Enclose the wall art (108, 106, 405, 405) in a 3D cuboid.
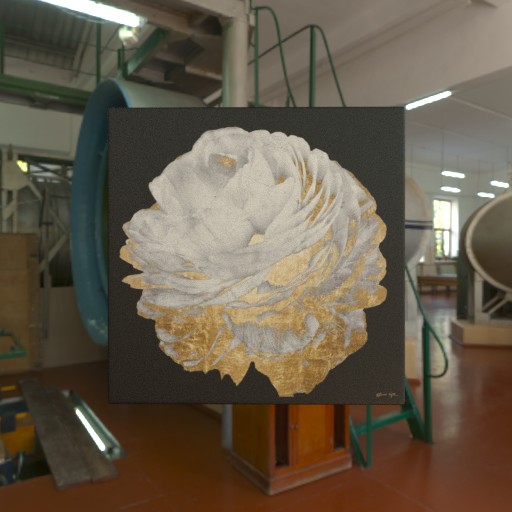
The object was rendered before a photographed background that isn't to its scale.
[{"bbox_3d":[0.000,0.000,0.625,0.406,0.407,0.041,0,0,1],"label":"wall art"}]
